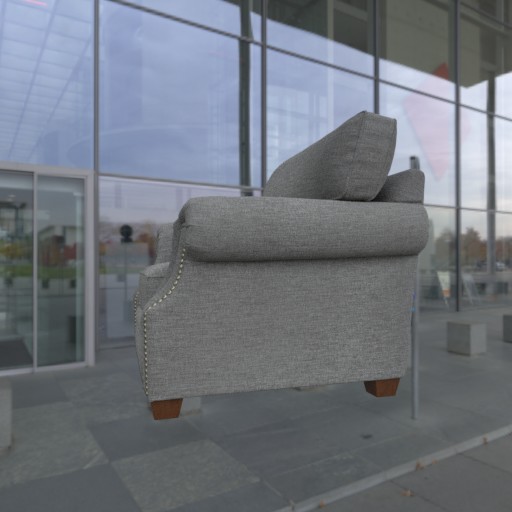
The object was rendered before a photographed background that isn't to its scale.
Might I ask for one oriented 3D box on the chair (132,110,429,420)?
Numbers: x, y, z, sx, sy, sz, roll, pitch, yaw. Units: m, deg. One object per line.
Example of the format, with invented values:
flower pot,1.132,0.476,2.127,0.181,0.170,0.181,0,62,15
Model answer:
chair,0.000,0.000,1.837,0.965,0.961,1.092,0,0,-17
